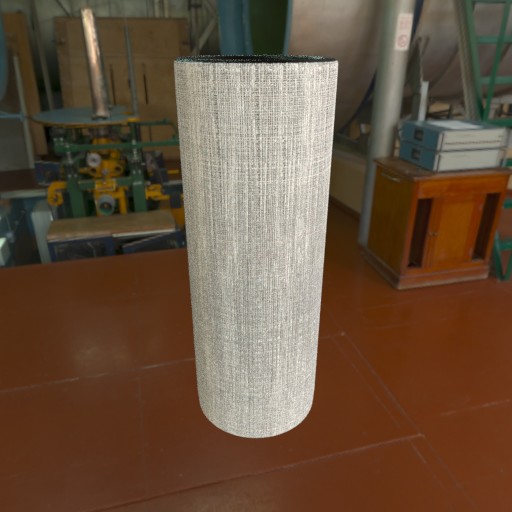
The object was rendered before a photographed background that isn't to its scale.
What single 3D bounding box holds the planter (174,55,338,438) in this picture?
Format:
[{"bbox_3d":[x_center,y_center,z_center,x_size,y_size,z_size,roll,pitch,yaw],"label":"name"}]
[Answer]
[{"bbox_3d":[0.000,0.000,0.330,0.100,0.270,0.100,9,27,17],"label":"planter"}]
